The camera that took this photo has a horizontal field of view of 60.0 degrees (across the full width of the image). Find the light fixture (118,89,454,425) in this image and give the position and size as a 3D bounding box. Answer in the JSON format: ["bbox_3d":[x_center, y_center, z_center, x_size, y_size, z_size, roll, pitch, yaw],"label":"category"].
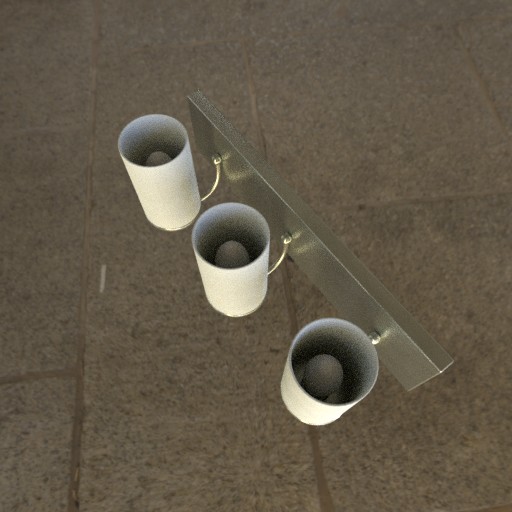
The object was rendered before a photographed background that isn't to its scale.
[{"bbox_3d":[0.000,0.000,0.534,0.145,0.172,0.451,-34,68,-15],"label":"light fixture"}]
